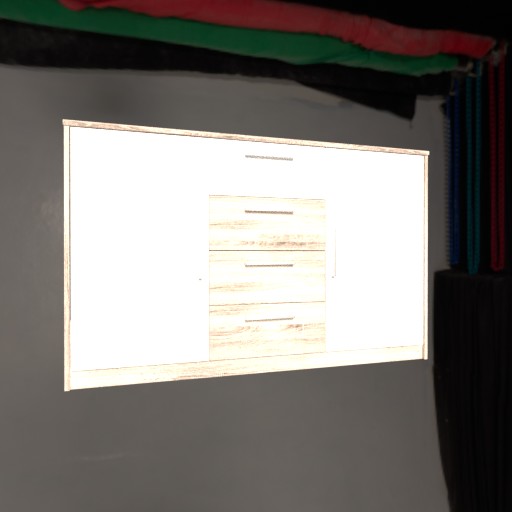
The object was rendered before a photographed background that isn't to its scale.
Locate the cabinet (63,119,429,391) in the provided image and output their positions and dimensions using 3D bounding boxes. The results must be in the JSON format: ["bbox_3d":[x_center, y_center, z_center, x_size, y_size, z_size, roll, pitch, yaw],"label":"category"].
[{"bbox_3d":[0.000,0.000,1.849,1.450,0.900,0.380,0,0,-18],"label":"cabinet"}]
